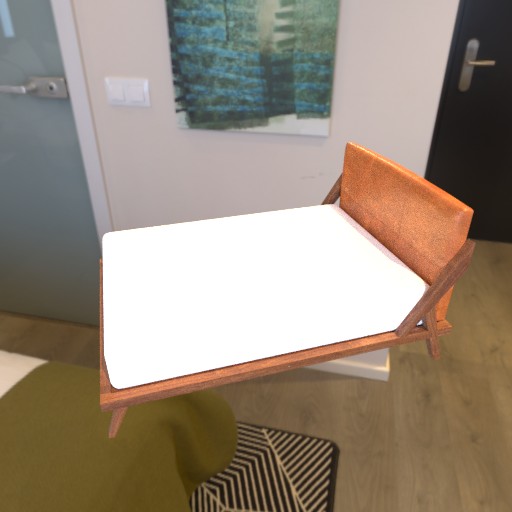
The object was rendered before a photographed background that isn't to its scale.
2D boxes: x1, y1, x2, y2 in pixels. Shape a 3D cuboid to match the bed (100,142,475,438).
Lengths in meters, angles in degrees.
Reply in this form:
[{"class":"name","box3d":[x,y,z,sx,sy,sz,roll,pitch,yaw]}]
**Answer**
[{"class":"bed","box3d":[0.000,0.000,3.283,2.311,1.168,1.651,-9,31,-15]}]
